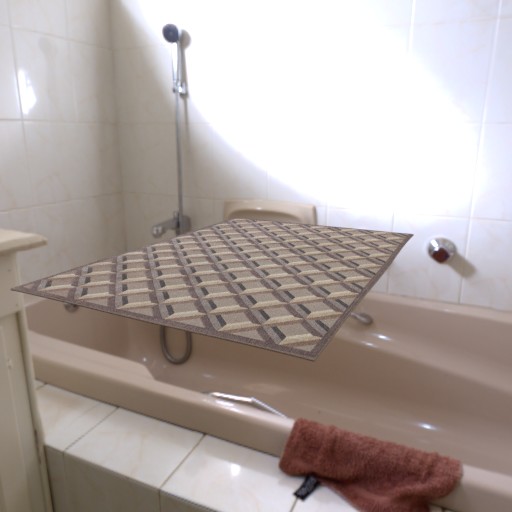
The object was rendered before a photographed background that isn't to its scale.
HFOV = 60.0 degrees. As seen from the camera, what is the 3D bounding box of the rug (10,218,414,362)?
[{"bbox_3d":[0.000,0.000,2.820,1.600,0.013,2.260,8,17,26],"label":"rug"}]
